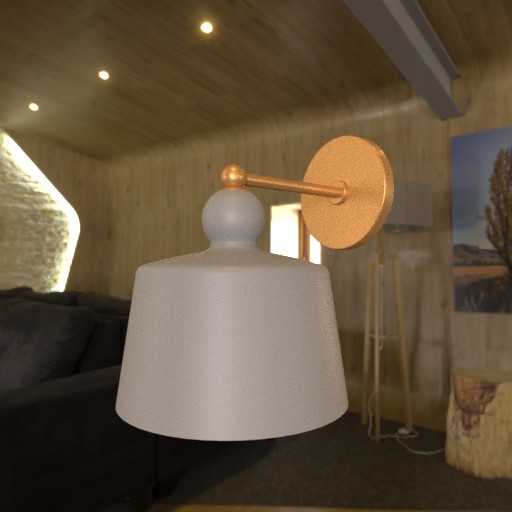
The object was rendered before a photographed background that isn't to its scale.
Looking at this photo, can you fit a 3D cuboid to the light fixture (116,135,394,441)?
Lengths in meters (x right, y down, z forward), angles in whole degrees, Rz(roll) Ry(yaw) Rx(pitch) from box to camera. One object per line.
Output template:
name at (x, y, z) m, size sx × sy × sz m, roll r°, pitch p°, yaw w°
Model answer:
light fixture at (0.000, 0.000, 0.420) m, size 0.254 × 0.268 × 0.204 m, roll 1°, pitch -2°, yaw -36°
